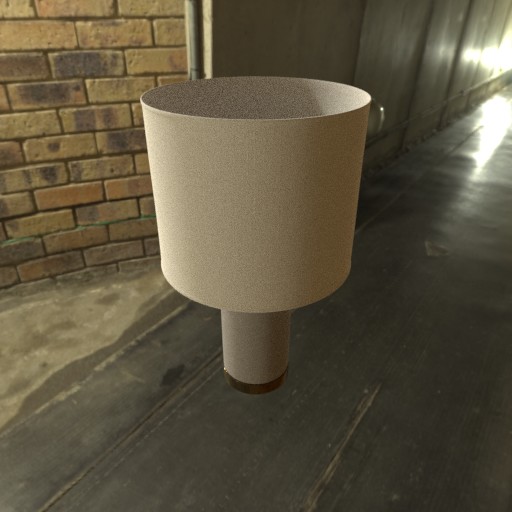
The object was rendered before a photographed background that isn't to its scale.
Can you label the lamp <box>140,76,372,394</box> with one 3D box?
[{"bbox_3d":[0.000,0.000,0.544,0.229,0.380,0.229,0,30,0],"label":"lamp"}]
